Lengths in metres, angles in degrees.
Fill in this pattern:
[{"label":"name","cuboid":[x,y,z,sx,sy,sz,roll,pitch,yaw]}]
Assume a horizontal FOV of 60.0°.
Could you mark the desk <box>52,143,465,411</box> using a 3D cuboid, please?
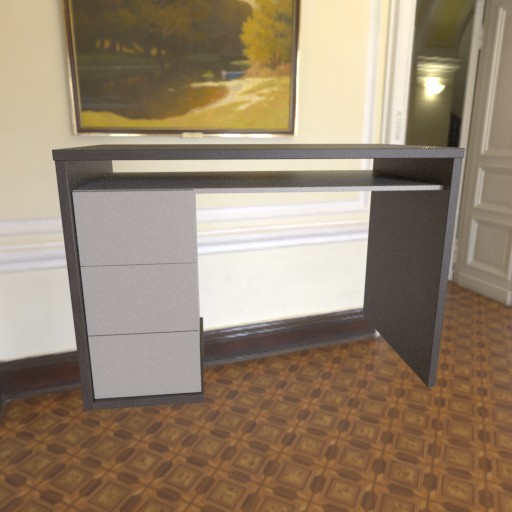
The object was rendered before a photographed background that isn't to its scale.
[{"label":"desk","cuboid":[0.000,0.000,1.556,1.100,0.750,0.600,-2,15,-7]}]
